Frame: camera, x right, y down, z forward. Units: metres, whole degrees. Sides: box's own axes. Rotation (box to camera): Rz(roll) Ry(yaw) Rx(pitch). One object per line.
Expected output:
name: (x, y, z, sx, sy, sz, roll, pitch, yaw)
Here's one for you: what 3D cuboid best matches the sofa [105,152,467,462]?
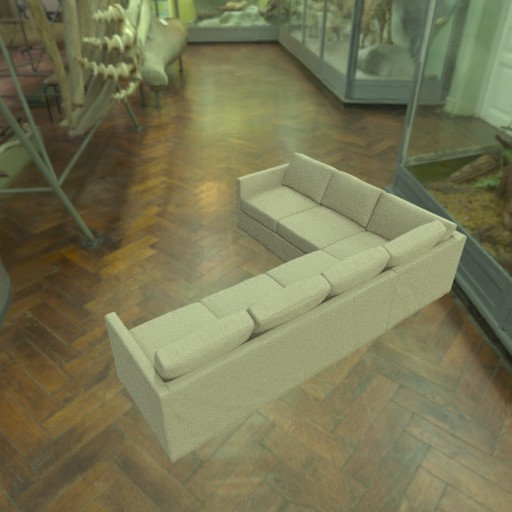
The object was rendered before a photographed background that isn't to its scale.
sofa: (0.000, 0.000, 4.332, 3.182, 0.871, 2.432, -22, 39, -29)
